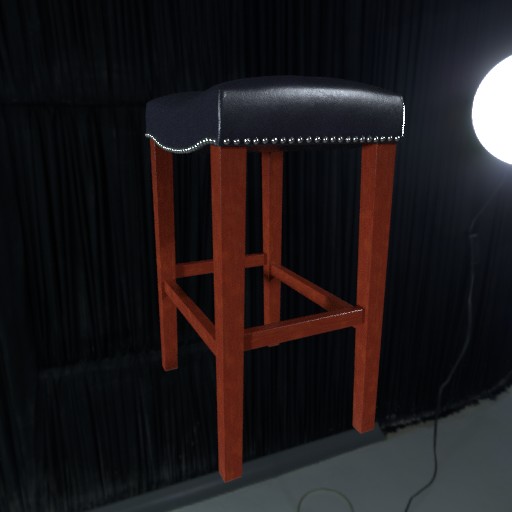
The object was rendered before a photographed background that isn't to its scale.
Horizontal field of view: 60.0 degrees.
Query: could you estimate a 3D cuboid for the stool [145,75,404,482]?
[{"bbox_3d":[0.000,0.000,1.031,0.372,0.742,0.504,-8,18,-25],"label":"stool"}]
